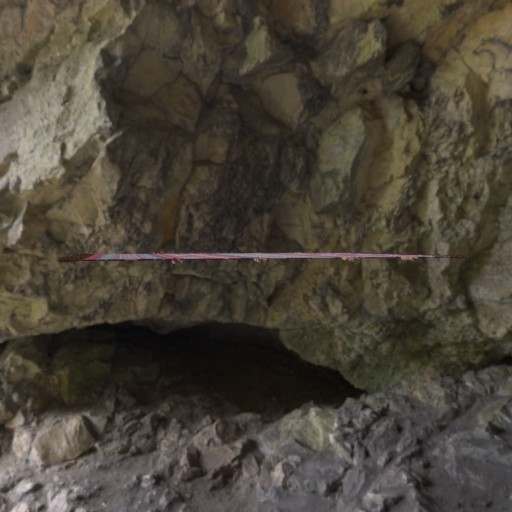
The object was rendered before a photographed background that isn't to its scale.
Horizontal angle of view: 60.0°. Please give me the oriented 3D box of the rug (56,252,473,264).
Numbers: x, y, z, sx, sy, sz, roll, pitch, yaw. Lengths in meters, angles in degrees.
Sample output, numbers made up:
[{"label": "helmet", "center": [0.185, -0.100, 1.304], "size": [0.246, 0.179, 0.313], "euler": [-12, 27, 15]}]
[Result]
[{"label": "rug", "center": [0.000, 0.000, 2.600], "size": [2.025, 0.040, 1.469], "euler": [0, 1, -17]}]
